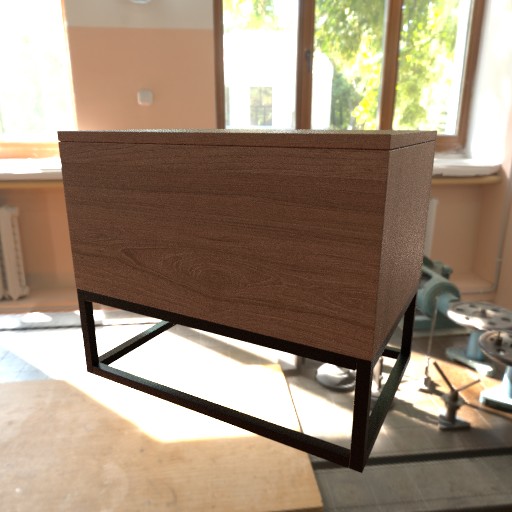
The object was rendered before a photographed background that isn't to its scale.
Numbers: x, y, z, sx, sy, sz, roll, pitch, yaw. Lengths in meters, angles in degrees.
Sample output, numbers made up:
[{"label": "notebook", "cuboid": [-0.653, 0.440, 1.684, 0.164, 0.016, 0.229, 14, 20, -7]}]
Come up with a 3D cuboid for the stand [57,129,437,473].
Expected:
[{"label": "stand", "cuboid": [0.000, 0.000, 0.918, 0.600, 0.500, 0.420, 9, 19, 27]}]
